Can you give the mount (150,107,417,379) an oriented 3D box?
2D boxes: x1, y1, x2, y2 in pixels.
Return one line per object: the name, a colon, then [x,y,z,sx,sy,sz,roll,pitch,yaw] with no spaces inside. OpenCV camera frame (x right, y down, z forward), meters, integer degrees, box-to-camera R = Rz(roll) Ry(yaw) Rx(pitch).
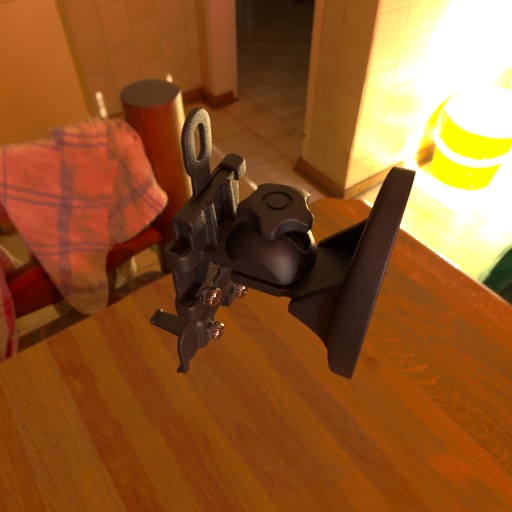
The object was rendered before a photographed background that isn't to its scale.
mount: [0.000,0.000,0.180,0.100,0.118,0.066,17,49,16]
